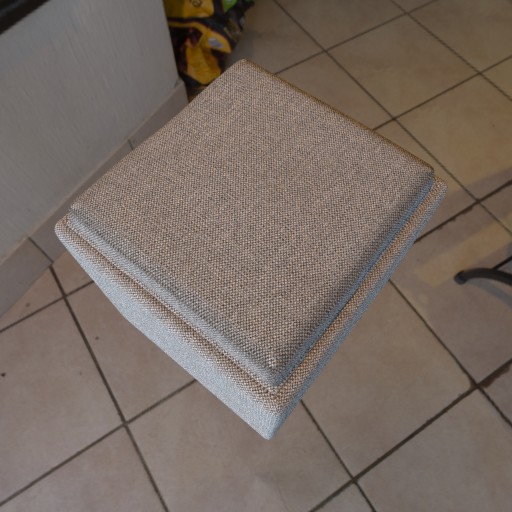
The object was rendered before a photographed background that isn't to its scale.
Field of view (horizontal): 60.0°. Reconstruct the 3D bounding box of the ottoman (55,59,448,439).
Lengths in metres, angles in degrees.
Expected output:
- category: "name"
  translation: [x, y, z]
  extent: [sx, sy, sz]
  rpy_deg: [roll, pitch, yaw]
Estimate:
- category: "ottoman"
  translation: [0.000, 0.000, 0.840]
  extent: [0.436, 0.487, 0.454]
  rpy_deg: [36, 69, 16]
